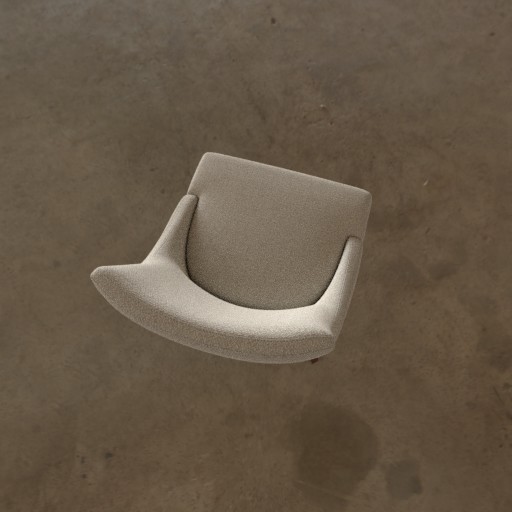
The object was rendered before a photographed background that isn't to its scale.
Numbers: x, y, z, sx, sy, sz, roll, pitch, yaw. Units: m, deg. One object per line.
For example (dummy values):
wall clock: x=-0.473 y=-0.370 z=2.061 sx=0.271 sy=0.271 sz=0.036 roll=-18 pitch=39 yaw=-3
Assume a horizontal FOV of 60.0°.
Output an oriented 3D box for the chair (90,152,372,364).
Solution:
chair: x=0.000 y=0.000 z=1.485 sx=0.701 sy=0.909 sz=0.861 roll=15 pitch=66 yaw=7
